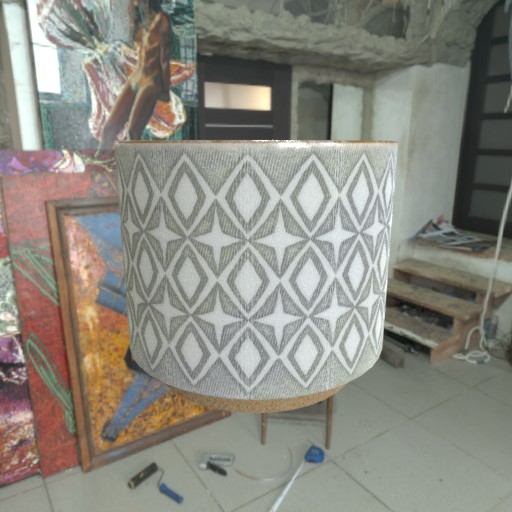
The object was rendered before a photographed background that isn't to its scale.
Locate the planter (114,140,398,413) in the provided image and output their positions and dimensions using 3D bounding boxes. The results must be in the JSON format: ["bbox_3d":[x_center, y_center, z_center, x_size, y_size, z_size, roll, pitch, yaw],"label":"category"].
[{"bbox_3d":[0.000,0.000,0.443,0.255,0.223,0.255,0,14,0],"label":"planter"}]
